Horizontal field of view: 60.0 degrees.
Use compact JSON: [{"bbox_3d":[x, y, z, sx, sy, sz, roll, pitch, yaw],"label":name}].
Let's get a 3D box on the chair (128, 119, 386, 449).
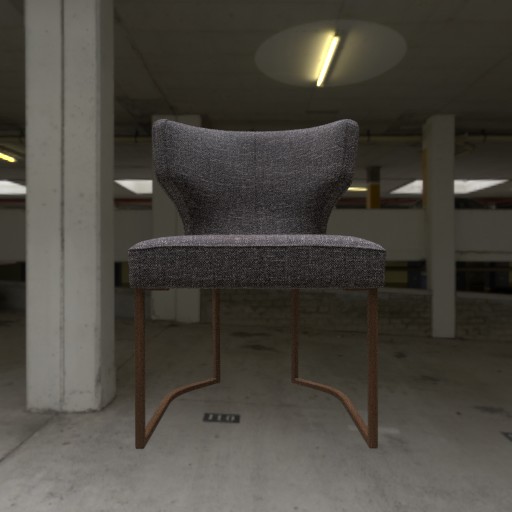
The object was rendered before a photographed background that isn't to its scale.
[{"bbox_3d":[0.000,0.000,1.234,0.611,0.824,0.617,0,0,0],"label":"chair"}]
